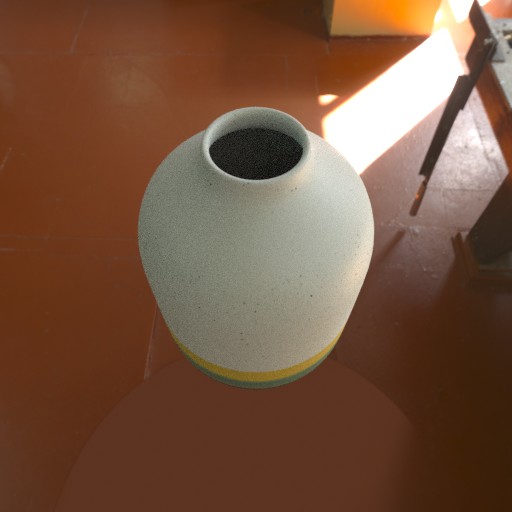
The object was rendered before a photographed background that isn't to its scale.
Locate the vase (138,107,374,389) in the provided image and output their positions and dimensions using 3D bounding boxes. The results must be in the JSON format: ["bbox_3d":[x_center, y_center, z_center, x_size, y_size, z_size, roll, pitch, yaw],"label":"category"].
[{"bbox_3d":[0.000,0.000,0.354,0.169,0.240,0.169,0,57,0],"label":"vase"}]
